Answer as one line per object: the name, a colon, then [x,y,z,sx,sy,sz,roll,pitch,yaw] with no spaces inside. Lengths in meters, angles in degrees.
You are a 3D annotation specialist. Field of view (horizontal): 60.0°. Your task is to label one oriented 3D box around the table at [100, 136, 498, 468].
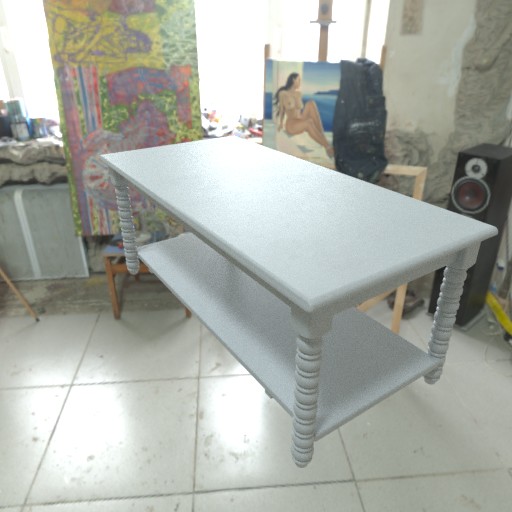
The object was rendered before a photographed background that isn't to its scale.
table: [0.000,0.000,1.423,0.580,0.487,1.171,-17,32,-30]
